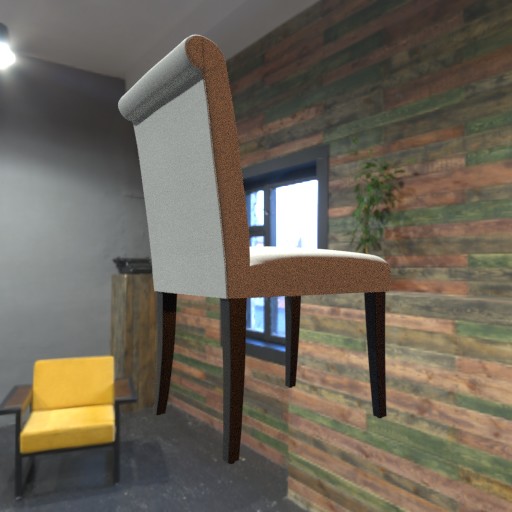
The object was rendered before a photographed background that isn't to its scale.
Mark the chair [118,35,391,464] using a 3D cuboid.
[{"bbox_3d":[0.000,0.000,1.337,0.708,0.976,0.452,1,-2,-36],"label":"chair"}]
